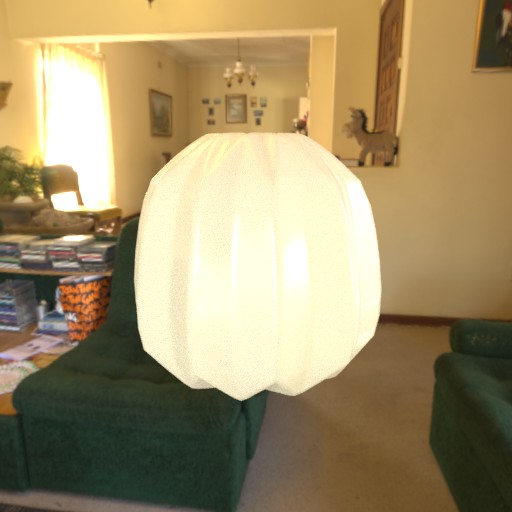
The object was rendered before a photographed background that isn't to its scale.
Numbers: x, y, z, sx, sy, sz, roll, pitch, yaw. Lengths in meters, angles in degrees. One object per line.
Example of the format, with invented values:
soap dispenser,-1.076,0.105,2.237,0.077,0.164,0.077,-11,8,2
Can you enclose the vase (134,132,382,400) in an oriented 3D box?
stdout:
vase,0.000,0.000,0.252,0.139,0.134,0.139,0,14,0
